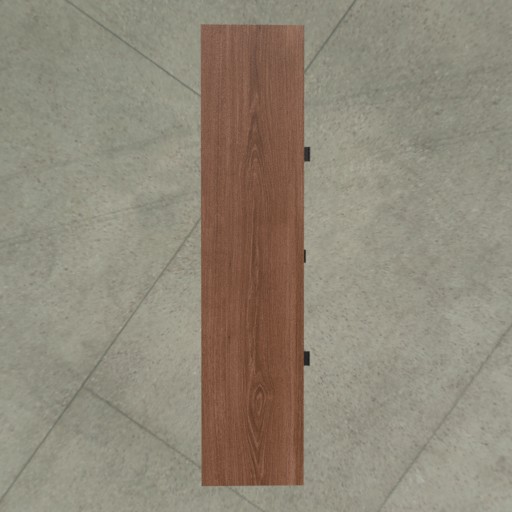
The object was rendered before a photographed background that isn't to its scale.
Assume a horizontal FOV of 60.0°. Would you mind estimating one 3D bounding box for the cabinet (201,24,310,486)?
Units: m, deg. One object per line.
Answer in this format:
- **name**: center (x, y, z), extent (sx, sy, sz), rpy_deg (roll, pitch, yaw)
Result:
- **cabinet**: center (0.000, 0.000, 1.836), extent (0.400, 0.500, 1.650), rpy_deg (0, 91, -1)
